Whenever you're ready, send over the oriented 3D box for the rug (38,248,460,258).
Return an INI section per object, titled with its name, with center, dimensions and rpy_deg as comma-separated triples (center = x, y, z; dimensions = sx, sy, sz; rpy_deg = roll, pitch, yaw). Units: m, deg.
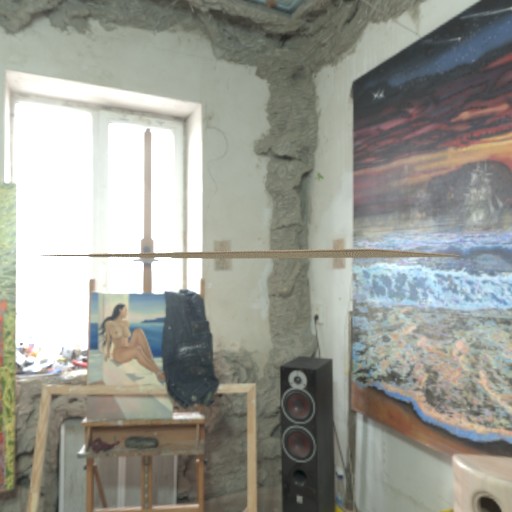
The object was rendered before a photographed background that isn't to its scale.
[rug]
center = 0.000, 0.000, 3.866
dimensions = 2.895, 0.018, 2.288
rpy_deg = -1, -1, 34
